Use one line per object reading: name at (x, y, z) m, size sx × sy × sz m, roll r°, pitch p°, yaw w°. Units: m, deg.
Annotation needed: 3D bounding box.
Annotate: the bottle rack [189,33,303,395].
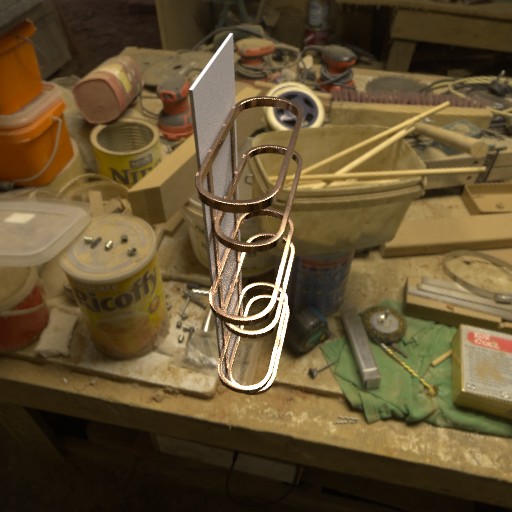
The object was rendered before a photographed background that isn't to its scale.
bottle rack at (0.000, 0.000, 0.819) m, size 0.118 × 0.709 × 0.332 m, roll 9°, pitch 47°, yaw 9°
